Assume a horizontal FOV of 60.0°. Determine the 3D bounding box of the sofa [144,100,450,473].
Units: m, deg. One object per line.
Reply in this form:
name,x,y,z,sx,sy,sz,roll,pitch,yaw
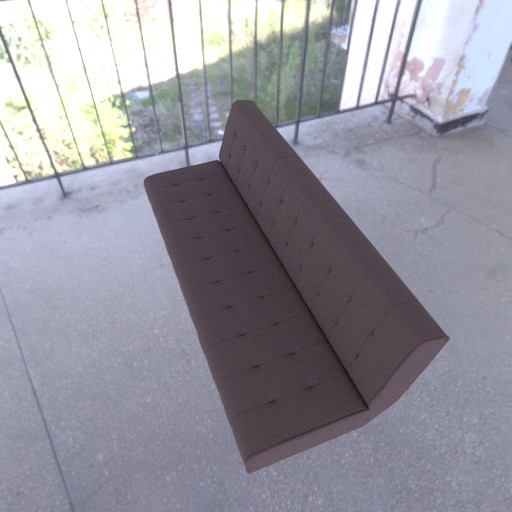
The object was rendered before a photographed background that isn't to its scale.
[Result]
sofa,0.000,0.000,2.094,0.747,0.699,1.703,-16,48,-15
